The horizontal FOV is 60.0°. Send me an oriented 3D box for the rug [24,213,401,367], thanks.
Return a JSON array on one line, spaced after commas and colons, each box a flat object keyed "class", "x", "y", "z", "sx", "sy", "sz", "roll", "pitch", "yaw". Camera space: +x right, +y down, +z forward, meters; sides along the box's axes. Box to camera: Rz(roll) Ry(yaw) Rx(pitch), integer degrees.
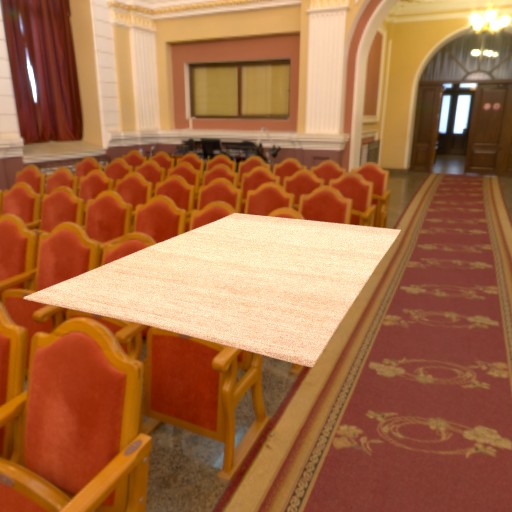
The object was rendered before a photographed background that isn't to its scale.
[{"class": "rug", "x": 0.000, "y": 0.000, "z": 2.995, "sx": 1.574, "sy": 0.029, "sz": 2.346, "roll": 8, "pitch": 19, "yaw": 24}]
